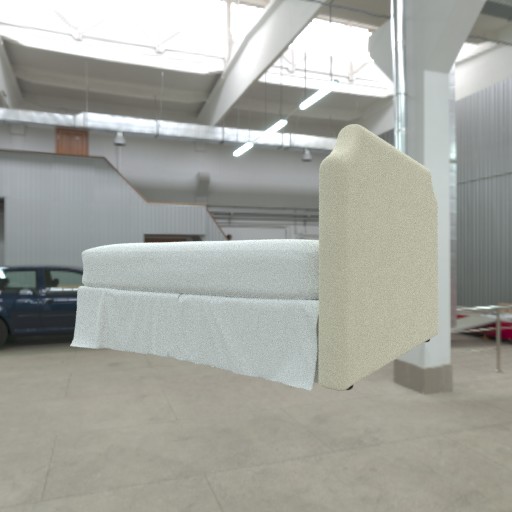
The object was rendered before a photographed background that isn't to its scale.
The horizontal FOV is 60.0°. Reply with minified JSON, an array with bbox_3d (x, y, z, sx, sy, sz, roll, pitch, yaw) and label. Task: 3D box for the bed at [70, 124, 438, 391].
[{"bbox_3d":[0.000,0.000,3.333,2.209,1.296,1.827,0,0,35],"label":"bed"}]
